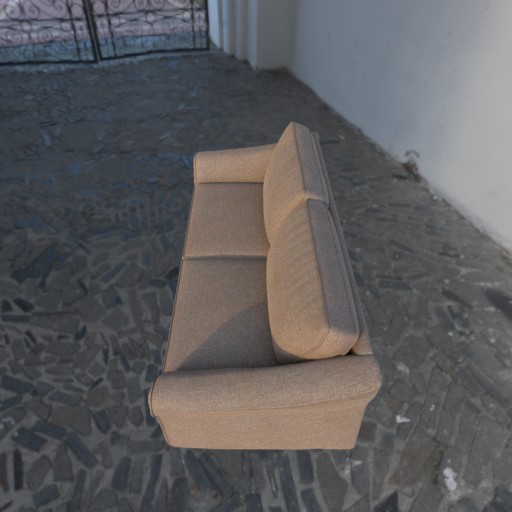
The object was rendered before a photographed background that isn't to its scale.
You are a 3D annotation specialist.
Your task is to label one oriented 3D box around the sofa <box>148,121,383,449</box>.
[{"bbox_3d":[0.000,0.000,2.760,0.986,0.906,2.270,0,41,-1],"label":"sofa"}]
